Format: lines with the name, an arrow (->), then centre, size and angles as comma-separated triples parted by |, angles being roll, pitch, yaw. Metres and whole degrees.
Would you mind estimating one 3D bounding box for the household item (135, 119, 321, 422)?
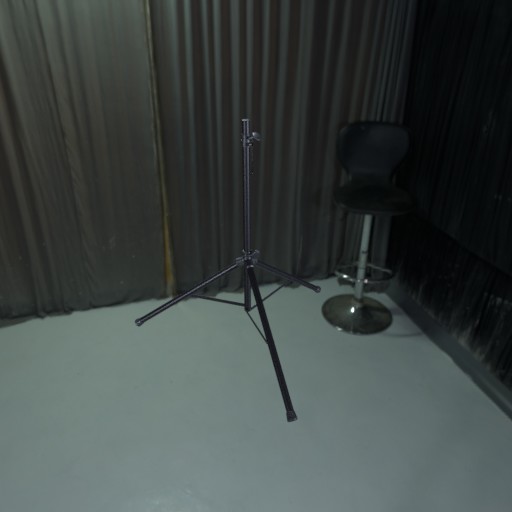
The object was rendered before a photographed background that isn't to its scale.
household item -> 0.000, 0.000, 2.805 | 1.596, 1.595, 1.339 | -8, 29, -16
